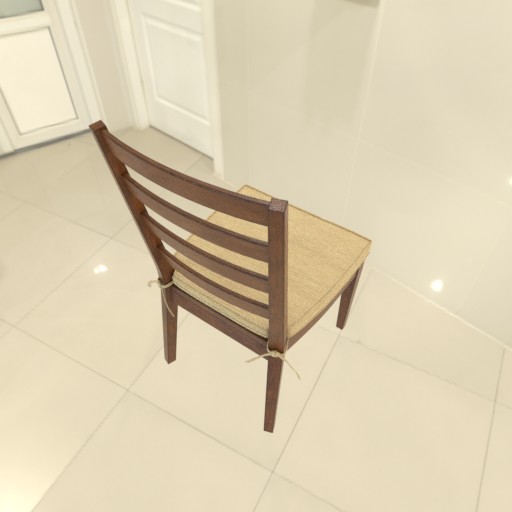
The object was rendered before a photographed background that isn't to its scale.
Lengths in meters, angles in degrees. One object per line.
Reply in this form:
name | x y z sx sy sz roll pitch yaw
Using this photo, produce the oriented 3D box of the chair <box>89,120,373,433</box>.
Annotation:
chair | 0.000 0.000 1.359 0.593 0.979 0.595 27 52 24
